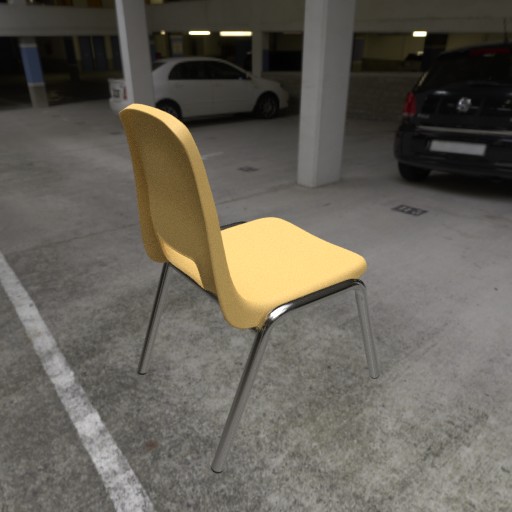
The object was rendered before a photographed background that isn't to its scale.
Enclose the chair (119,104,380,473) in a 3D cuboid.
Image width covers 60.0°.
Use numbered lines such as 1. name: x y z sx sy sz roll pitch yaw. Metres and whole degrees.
1. chair: 0.000 0.000 0.853 0.423 0.586 0.354 -19 33 -33
